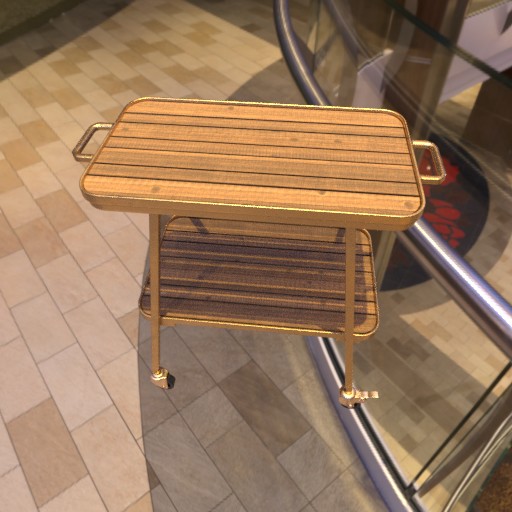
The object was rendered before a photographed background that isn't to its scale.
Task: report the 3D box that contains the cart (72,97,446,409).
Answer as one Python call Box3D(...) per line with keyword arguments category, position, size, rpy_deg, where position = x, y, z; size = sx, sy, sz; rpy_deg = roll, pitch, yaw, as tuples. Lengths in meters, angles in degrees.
Box3D(category="cart", position=(0.000, 0.000, 1.234), size=(0.806, 0.700, 0.524), rpy_deg=(4, 47, 4))
